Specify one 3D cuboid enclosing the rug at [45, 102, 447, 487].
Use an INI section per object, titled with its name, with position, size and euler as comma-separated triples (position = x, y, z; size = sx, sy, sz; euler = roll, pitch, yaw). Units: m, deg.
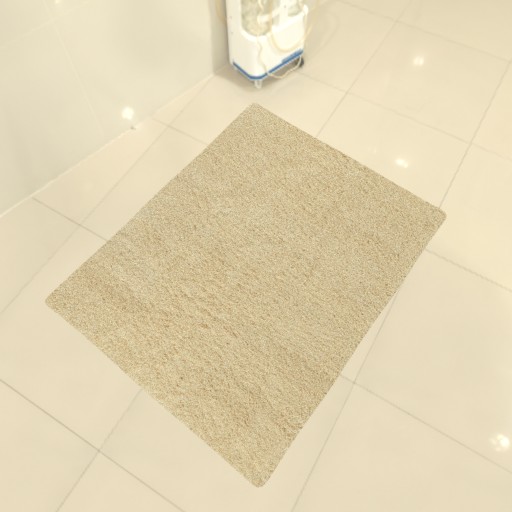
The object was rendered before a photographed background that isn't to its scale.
[rug]
position = 0.000, 0.000, 4.090
size = 2.401, 0.025, 3.001
euler = 35, 68, 16
